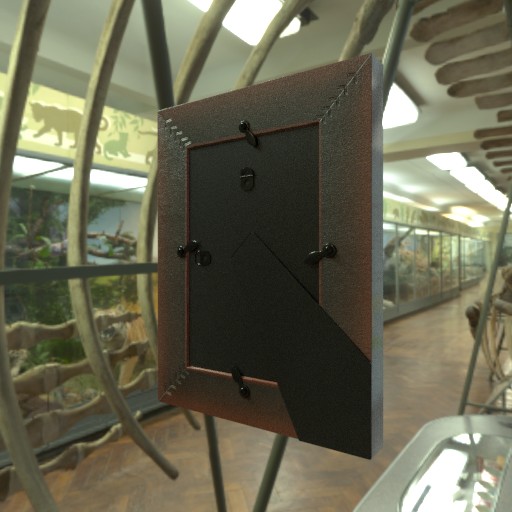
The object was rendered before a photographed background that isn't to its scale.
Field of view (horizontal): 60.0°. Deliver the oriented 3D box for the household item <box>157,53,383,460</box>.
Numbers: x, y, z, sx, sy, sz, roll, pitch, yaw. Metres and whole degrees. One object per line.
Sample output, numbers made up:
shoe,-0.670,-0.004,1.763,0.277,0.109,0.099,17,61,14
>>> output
household item,0.000,0.000,0.291,0.165,0.216,0.025,0,0,35
